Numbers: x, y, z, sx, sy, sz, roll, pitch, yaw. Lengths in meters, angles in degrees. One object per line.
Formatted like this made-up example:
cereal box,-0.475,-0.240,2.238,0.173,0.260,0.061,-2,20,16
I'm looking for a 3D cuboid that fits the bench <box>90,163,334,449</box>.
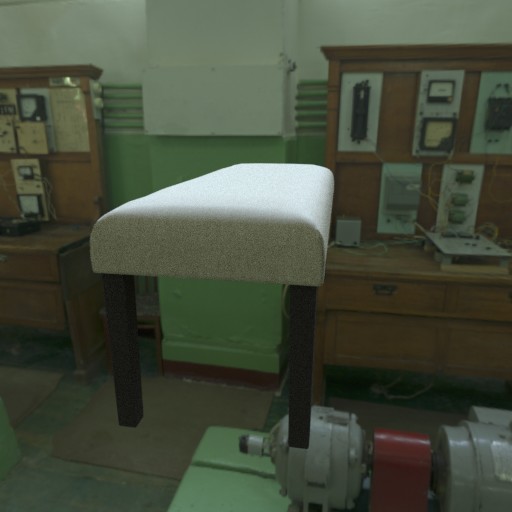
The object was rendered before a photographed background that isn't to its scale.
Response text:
bench,0.000,0.000,1.250,0.407,0.456,1.013,3,16,10
